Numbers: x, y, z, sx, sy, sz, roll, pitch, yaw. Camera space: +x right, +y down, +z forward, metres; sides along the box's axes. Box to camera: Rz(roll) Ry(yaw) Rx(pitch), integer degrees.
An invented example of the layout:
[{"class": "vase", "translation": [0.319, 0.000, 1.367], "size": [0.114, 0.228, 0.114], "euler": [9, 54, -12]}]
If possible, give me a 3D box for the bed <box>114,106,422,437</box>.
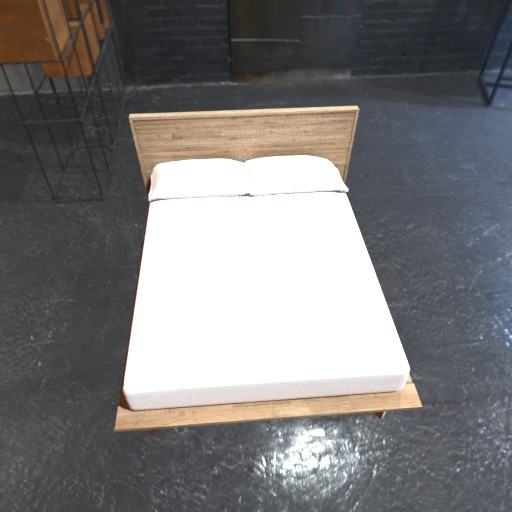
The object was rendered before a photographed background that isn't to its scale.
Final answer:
[{"class": "bed", "translation": [0.000, 0.000, 3.046], "size": [1.759, 1.071, 2.145], "euler": [-3, 45, -3]}]
